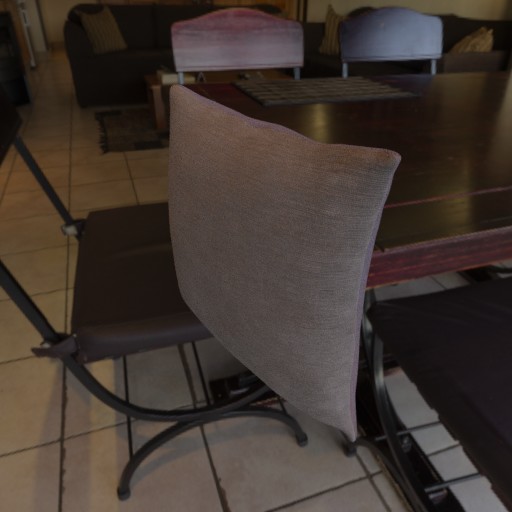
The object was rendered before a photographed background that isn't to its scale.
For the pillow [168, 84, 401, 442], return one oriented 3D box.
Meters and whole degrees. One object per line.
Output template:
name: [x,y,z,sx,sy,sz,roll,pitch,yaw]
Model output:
pillow: [0.000,0.000,0.685,0.204,0.439,0.452,-22,38,-32]
